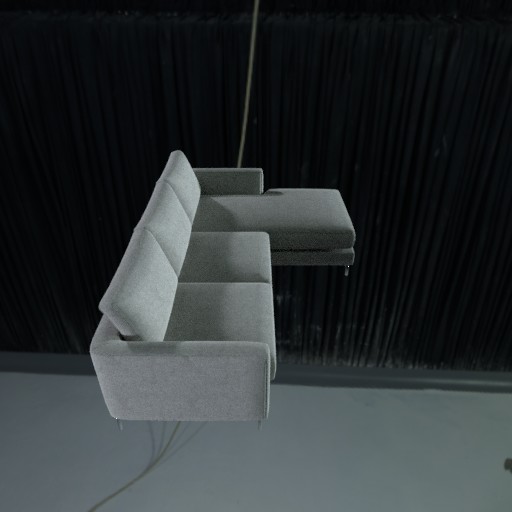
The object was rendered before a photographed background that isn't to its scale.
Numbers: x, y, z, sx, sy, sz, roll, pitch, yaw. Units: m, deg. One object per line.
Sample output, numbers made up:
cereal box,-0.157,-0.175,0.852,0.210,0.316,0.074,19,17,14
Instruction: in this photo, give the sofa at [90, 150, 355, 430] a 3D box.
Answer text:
sofa,0.000,0.000,3.215,1.626,0.864,2.438,0,32,0
